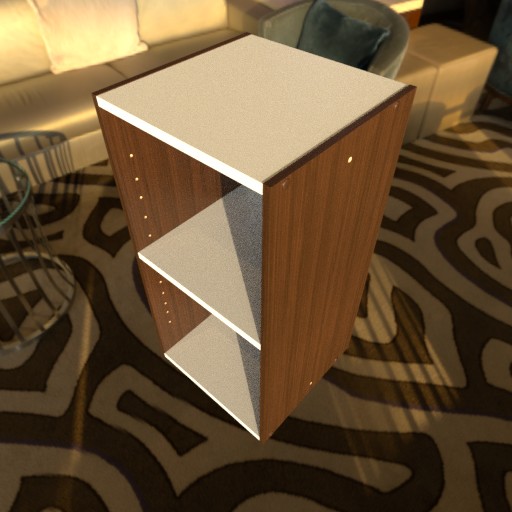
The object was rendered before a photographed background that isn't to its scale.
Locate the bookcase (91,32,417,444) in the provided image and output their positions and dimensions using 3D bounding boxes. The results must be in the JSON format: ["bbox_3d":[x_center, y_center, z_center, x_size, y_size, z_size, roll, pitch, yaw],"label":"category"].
[{"bbox_3d":[0.000,0.000,0.776,0.300,0.600,0.290,32,54,28],"label":"bookcase"}]
